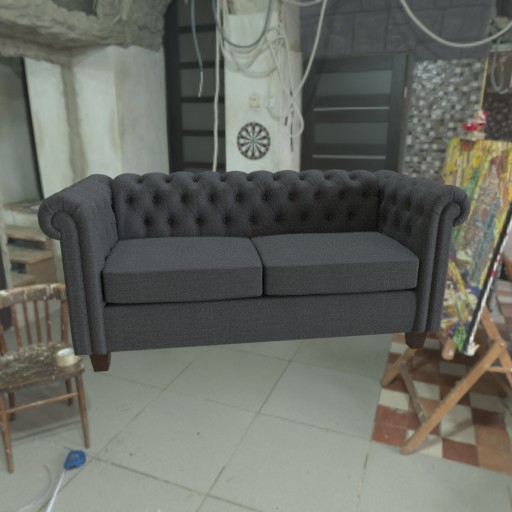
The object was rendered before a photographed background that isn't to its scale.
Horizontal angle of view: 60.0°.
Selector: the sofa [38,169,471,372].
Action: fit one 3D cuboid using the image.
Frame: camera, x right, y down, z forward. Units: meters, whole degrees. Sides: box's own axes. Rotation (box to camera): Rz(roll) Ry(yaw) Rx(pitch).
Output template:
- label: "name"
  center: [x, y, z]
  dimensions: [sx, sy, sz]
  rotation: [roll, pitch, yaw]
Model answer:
- label: "sofa"
  center: [0.000, 0.000, 2.242]
  dimensions: [1.798, 0.797, 0.783]
  rotation: [-2, 17, -8]
